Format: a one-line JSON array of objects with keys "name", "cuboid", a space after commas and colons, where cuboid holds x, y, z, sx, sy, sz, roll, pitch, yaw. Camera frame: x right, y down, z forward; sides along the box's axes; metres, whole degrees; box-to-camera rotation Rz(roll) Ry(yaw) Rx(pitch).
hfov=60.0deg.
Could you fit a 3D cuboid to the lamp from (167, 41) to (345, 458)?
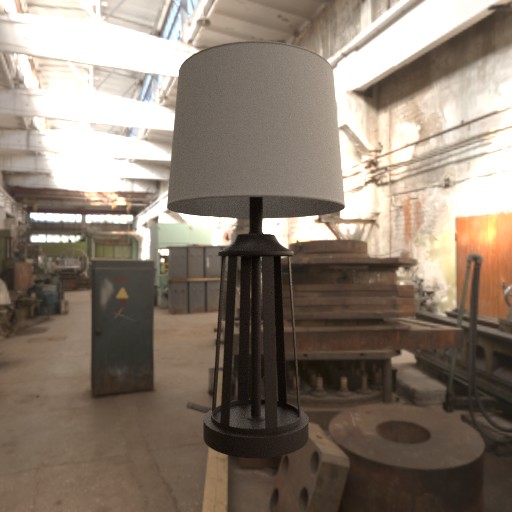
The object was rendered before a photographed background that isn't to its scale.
[{"name": "lamp", "cuboid": [0.000, 0.000, 0.633, 0.251, 0.509, 0.251, 0, -1, 0]}]
